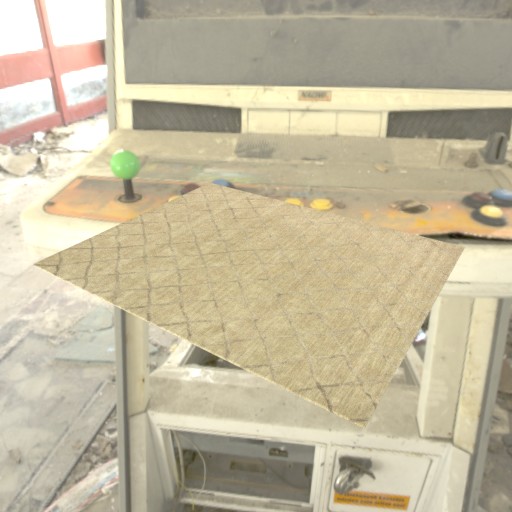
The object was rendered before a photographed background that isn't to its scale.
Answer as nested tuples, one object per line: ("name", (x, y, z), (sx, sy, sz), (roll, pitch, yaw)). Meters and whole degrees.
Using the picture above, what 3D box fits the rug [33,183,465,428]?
("rug", (0.000, 0.000, 3.978), (3.038, 0.019, 2.420), (19, 35, 29))
